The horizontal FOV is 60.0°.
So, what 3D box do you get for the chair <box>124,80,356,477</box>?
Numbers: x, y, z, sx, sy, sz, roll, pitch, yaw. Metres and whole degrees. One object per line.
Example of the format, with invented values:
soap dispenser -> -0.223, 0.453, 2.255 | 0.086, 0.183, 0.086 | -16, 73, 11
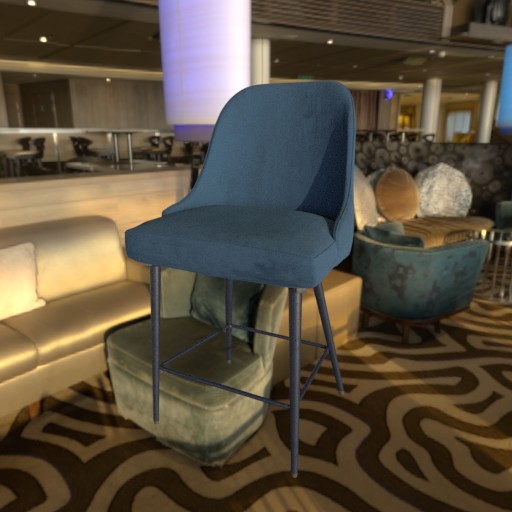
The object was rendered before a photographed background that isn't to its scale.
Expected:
chair -> 0.000, 0.000, 1.207 | 0.526, 0.927, 0.489 | 8, 18, 27
